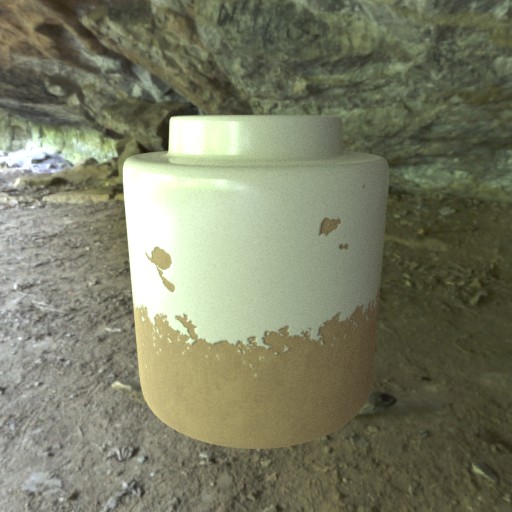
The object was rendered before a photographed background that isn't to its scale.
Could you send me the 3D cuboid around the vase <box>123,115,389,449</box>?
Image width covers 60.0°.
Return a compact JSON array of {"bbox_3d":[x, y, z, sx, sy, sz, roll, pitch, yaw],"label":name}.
[{"bbox_3d":[0.000,0.000,0.279,0.153,0.167,0.153,0,17,0],"label":"vase"}]
